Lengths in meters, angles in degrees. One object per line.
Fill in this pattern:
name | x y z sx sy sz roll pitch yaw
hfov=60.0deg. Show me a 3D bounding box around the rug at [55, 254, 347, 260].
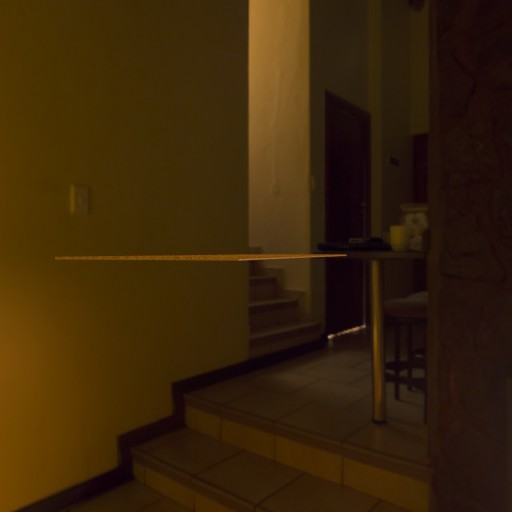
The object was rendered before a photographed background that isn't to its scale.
rug | 0.000 0.000 2.698 0.750 0.009 2.435 0 0 20
